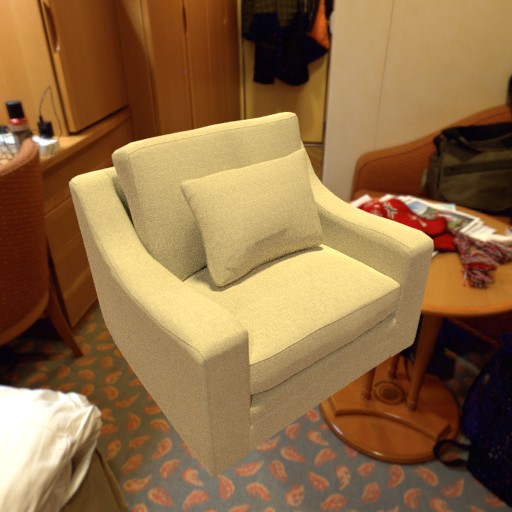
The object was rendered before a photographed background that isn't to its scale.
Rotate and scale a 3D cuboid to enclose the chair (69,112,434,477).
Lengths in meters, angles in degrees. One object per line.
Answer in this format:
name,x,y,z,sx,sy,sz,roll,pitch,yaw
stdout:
chair,0.000,0.000,1.923,1.178,1.016,1.009,-21,36,-31
